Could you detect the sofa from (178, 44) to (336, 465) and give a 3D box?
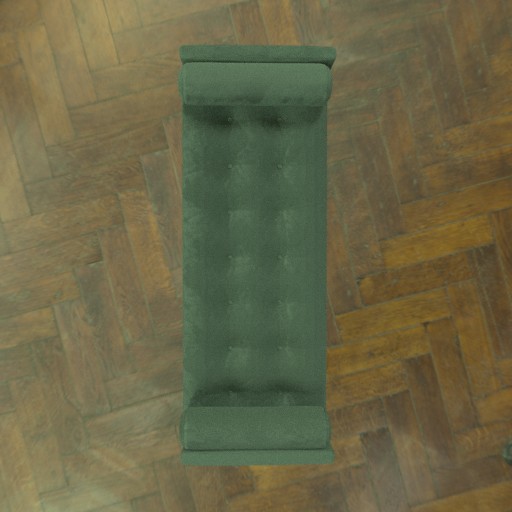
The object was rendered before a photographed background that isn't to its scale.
[{"bbox_3d":[0.000,0.000,2.485,0.796,0.705,2.102,0,91,-1],"label":"sofa"}]
